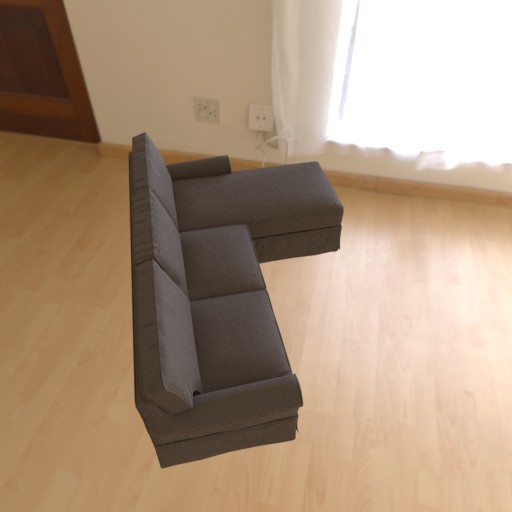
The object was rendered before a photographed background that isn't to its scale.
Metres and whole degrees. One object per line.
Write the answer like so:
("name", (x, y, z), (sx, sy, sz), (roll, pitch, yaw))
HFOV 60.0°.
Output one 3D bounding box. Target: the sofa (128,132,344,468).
("sofa", (0.000, 0.000, 3.331), (1.733, 0.978, 2.475), (-9, 46, -9))
